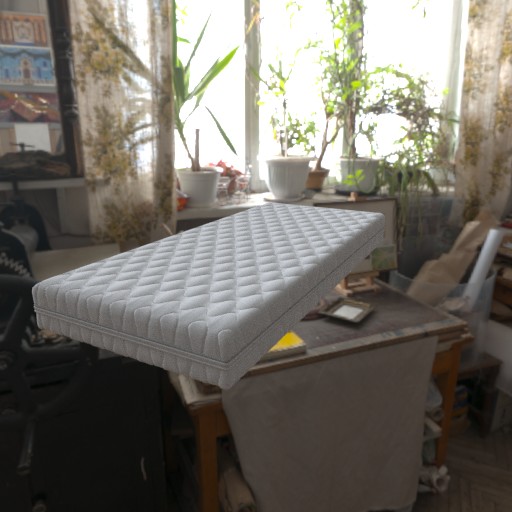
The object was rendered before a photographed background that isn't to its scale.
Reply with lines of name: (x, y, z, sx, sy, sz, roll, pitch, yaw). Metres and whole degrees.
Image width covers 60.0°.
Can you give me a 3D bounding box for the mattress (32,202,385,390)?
mattress: (0.000, 0.000, 2.365, 0.900, 0.200, 2.000, 9, 19, 27)
